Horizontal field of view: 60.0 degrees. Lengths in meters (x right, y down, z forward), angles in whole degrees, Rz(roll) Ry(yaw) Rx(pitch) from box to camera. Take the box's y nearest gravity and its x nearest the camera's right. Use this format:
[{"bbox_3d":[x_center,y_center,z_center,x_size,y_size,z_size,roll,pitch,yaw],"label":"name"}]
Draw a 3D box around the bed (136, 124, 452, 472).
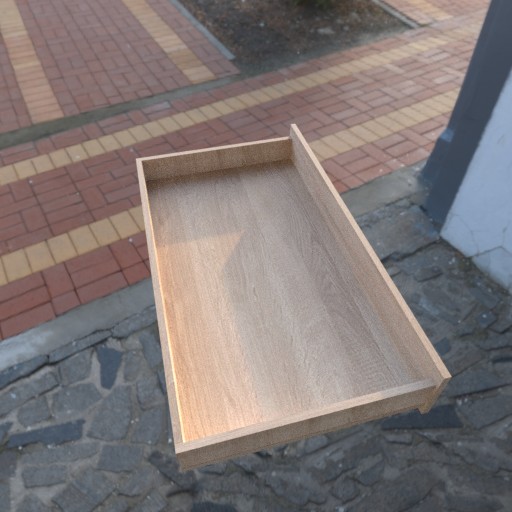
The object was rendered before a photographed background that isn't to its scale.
[{"bbox_3d":[0.000,0.000,1.482,0.685,0.209,1.200,-11,48,-10],"label":"bed"}]
